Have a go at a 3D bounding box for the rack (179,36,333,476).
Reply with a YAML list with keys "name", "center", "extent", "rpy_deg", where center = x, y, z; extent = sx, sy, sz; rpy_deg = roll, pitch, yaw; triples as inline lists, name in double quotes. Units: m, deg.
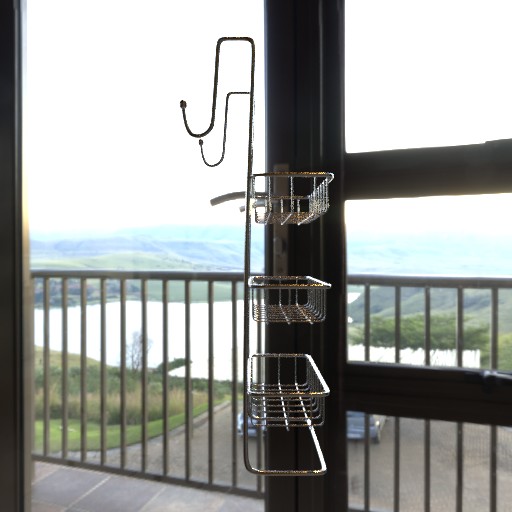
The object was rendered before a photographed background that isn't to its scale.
- name: "rack"
  center: [0.000, 0.000, 0.676]
  extent: [0.202, 0.574, 0.228]
  rpy_deg: [0, 0, 0]
